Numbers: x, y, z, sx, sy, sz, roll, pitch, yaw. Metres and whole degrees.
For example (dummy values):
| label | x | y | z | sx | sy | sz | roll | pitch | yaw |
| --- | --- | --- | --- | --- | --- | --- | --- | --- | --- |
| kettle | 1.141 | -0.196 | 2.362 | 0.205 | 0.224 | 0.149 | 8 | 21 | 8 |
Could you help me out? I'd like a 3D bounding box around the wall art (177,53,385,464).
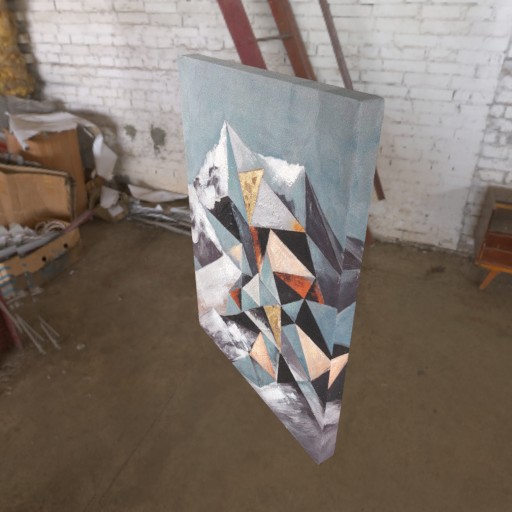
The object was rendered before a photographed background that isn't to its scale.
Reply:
| label | x | y | z | sx | sy | sz | roll | pitch | yaw |
| --- | --- | --- | --- | --- | --- | --- | --- | --- | --- |
| wall art | 0.000 | 0.000 | 0.786 | 0.037 | 0.613 | 0.455 | -19 | 36 | -28 |
